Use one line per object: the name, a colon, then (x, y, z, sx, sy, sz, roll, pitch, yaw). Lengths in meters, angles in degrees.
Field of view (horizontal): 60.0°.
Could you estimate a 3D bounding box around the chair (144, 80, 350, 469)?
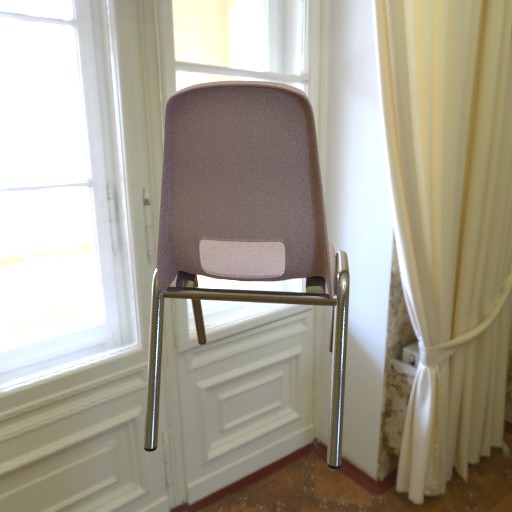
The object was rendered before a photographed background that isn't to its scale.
chair: (0.000, 0.000, 0.847, 0.354, 0.586, 0.423, 2, 15, 7)
